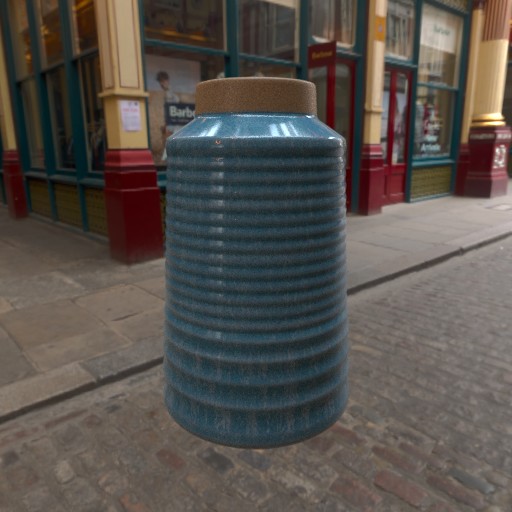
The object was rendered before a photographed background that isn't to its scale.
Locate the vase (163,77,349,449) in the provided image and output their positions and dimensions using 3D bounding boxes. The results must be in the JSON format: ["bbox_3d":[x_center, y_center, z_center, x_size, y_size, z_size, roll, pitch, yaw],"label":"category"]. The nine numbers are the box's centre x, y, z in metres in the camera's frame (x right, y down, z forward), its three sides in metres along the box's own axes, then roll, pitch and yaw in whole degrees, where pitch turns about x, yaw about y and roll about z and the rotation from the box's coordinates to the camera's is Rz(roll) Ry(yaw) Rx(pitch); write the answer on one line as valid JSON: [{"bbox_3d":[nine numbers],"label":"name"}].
[{"bbox_3d":[0.000,0.000,0.369,0.163,0.267,0.163,0,14,0],"label":"vase"}]
